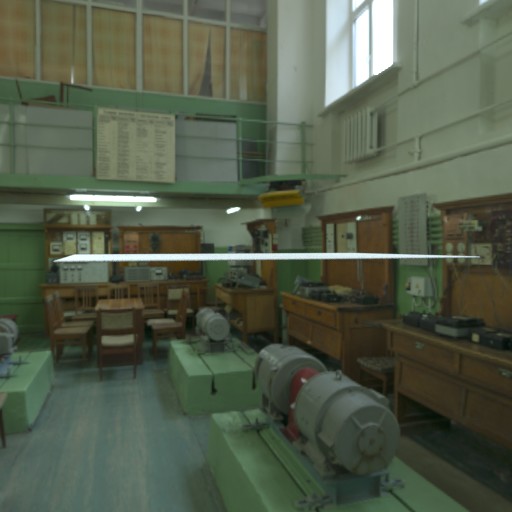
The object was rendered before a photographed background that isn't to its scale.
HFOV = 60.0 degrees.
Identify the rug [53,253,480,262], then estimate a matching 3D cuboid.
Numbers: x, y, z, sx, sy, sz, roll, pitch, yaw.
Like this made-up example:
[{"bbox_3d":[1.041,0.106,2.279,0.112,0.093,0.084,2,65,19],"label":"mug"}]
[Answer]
[{"bbox_3d":[0.000,0.000,3.089,2.440,0.008,1.524,0,1,-19],"label":"rug"}]
